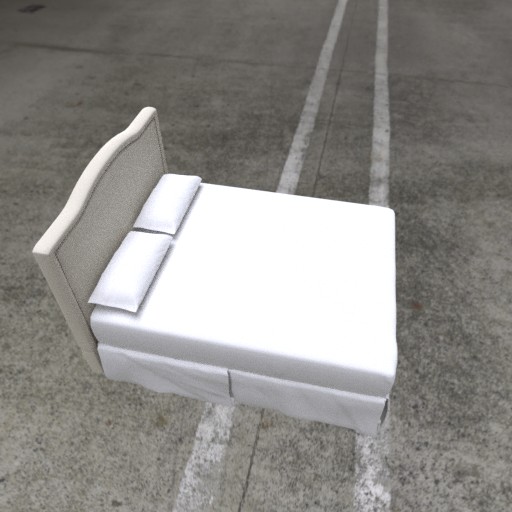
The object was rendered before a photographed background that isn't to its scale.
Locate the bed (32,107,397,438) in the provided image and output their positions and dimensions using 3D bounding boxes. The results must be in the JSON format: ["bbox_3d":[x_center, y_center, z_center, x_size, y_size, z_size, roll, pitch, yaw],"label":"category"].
[{"bbox_3d":[0.000,0.000,3.285,2.196,1.449,1.741,9,47,8],"label":"bed"}]
